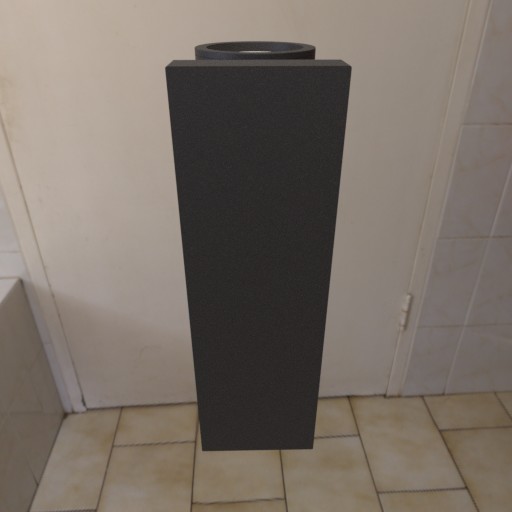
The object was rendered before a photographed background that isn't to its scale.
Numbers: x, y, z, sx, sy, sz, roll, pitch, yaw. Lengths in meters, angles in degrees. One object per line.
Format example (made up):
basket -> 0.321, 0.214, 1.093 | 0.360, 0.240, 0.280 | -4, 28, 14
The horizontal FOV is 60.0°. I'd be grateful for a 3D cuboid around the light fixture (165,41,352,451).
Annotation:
light fixture -> 0.000, 0.000, 0.392 | 0.105, 0.330, 0.149 | -1, 31, -1
